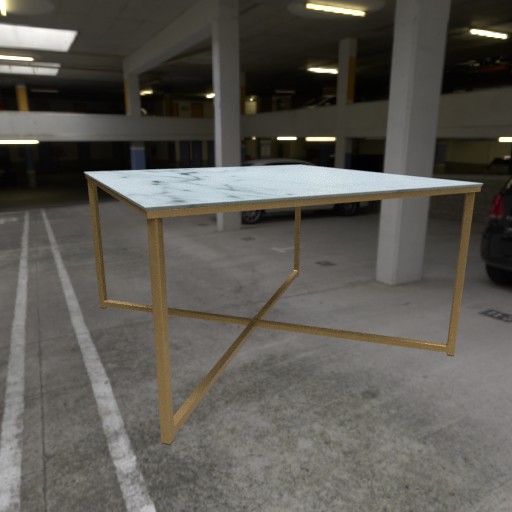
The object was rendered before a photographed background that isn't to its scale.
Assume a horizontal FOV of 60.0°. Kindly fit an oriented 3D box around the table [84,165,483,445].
[{"bbox_3d":[0.000,0.000,1.275,0.800,0.450,0.800,-8,17,-26],"label":"table"}]
